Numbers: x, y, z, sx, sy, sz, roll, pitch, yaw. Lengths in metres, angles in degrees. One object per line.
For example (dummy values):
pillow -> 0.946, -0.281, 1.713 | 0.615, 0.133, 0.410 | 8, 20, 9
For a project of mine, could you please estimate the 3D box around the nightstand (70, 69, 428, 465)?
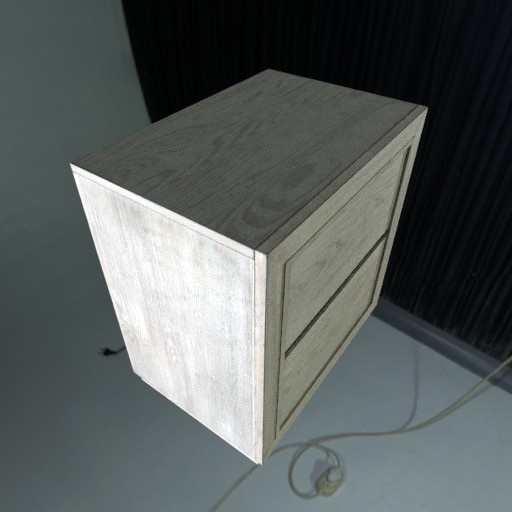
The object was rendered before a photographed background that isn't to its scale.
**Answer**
nightstand -> 0.000, 0.000, 1.101 | 0.483, 0.673, 0.612 | 26, 47, 26
